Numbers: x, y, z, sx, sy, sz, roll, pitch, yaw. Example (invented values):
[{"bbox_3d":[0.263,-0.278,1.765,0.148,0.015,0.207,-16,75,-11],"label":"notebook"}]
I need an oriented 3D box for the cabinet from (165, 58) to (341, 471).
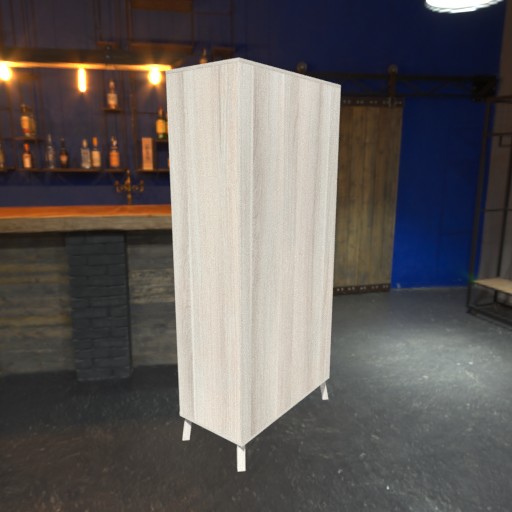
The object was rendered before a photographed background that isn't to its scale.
[{"bbox_3d":[0.000,0.000,2.666,0.969,1.957,1.272,-2,13,-7],"label":"cabinet"}]
